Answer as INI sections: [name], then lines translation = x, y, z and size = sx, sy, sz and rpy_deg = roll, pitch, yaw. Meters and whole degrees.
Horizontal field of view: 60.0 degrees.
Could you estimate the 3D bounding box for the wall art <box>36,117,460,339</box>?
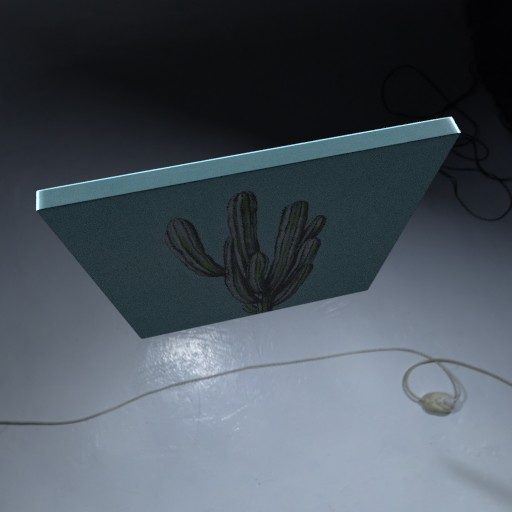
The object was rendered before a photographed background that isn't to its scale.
[wall art]
translation = 0.000, 0.000, 1.583
size = 1.071, 1.073, 0.070
rpy_deg = -12, 64, -6
